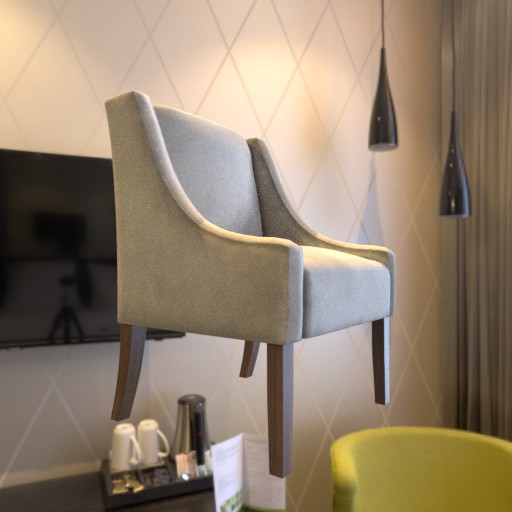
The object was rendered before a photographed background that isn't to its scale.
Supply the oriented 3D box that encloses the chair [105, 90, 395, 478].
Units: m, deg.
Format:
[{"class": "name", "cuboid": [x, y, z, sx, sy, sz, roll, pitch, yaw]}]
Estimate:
[{"class": "chair", "cuboid": [0.000, 0.000, 1.294, 0.629, 0.895, 0.629, -1, -1, 37]}]
